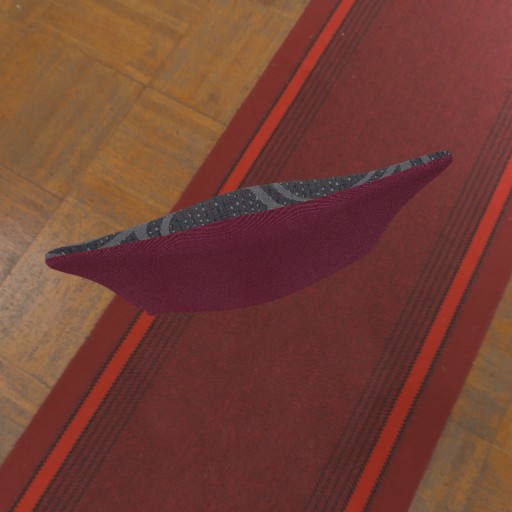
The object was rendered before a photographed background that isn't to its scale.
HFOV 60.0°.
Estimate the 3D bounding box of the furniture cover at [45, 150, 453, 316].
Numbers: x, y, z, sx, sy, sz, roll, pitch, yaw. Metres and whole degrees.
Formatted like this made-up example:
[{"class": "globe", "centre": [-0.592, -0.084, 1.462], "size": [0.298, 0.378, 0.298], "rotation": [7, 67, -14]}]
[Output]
[{"class": "furniture cover", "centre": [0.000, 0.000, 0.780], "size": [0.514, 0.513, 0.163], "rotation": [-15, 76, -4]}]
